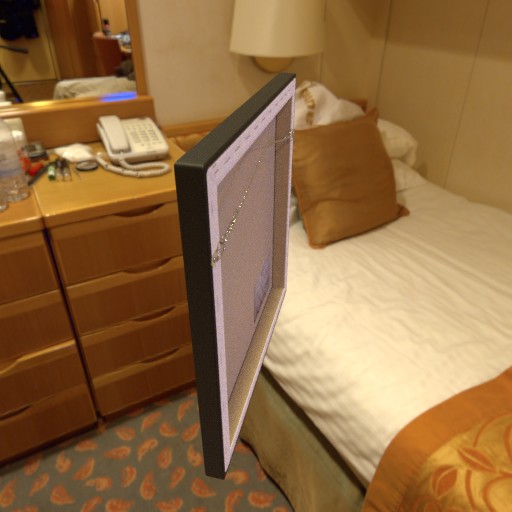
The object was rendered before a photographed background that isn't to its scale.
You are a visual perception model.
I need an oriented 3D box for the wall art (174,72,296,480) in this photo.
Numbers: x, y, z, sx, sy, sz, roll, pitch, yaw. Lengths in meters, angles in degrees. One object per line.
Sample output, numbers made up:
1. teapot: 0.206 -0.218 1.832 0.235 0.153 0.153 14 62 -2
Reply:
1. wall art: 0.000 0.000 0.914 0.043 0.611 0.610 8 33 12
